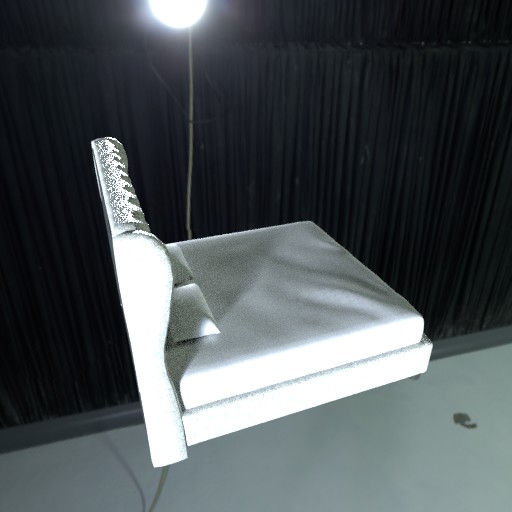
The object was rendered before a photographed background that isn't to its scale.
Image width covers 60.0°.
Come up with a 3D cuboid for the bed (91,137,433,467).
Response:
[{"bbox_3d":[0.000,0.000,3.861,2.347,1.771,2.219,-11,31,-18],"label":"bed"}]
